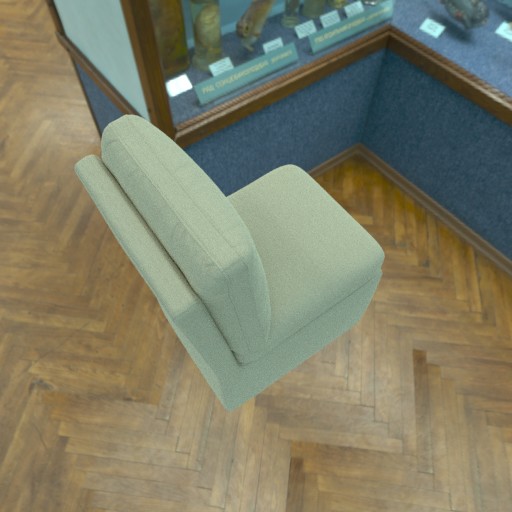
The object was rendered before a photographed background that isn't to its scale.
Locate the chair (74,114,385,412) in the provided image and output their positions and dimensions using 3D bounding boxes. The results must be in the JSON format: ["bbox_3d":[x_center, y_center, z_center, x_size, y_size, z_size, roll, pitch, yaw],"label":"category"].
[{"bbox_3d":[0.000,0.000,1.336,0.698,0.927,0.503,-30,62,-18],"label":"chair"}]
